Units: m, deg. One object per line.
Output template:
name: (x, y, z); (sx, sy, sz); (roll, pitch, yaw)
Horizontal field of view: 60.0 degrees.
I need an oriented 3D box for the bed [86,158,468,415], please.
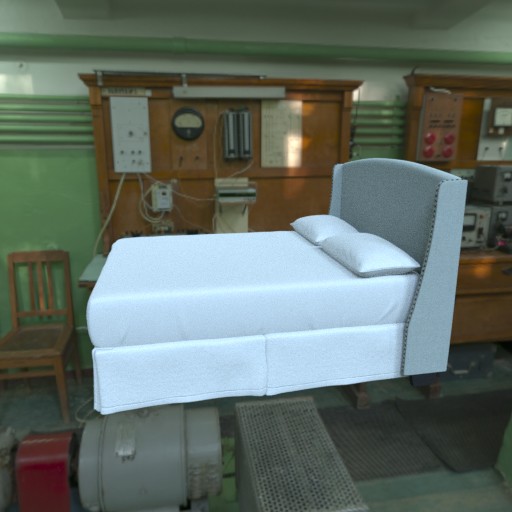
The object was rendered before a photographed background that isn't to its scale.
bed: (0.000, 0.000, 3.329); (2.237, 1.407, 1.710); (-3, 15, -11)
